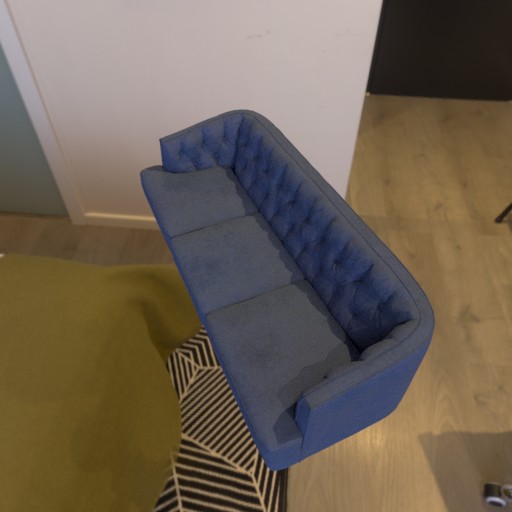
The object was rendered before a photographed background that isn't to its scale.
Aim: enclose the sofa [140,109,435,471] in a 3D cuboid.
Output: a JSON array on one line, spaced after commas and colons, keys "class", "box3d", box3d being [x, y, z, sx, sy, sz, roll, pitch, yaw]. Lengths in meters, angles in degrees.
[{"class": "sofa", "box3d": [0.000, 0.000, 2.753, 0.941, 0.855, 2.278, -18, 49, -16]}]
